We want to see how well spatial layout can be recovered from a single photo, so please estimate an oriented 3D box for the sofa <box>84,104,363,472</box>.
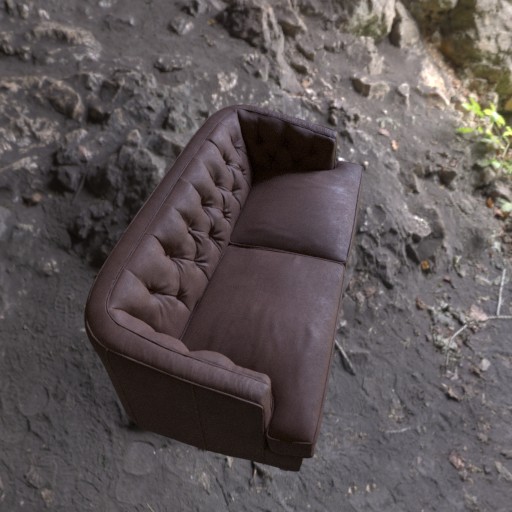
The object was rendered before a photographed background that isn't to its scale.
[{"bbox_3d":[0.000,0.000,2.202,0.917,0.799,1.767,11,46,11],"label":"sofa"}]
